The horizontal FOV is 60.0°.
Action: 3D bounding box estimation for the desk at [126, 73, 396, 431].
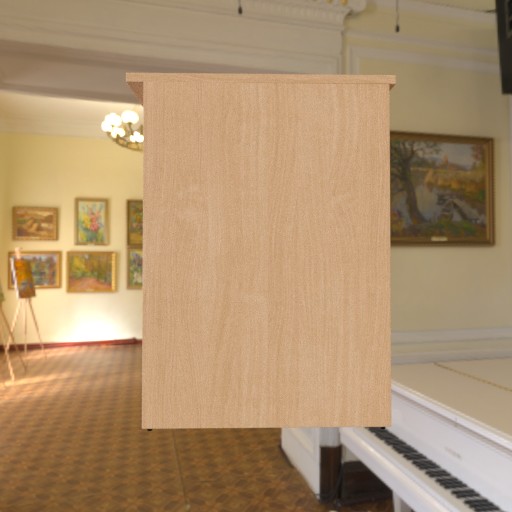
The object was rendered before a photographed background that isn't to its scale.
[{"bbox_3d":[0.000,0.000,1.460,0.560,0.735,1.097,0,-1,-1],"label":"desk"}]
